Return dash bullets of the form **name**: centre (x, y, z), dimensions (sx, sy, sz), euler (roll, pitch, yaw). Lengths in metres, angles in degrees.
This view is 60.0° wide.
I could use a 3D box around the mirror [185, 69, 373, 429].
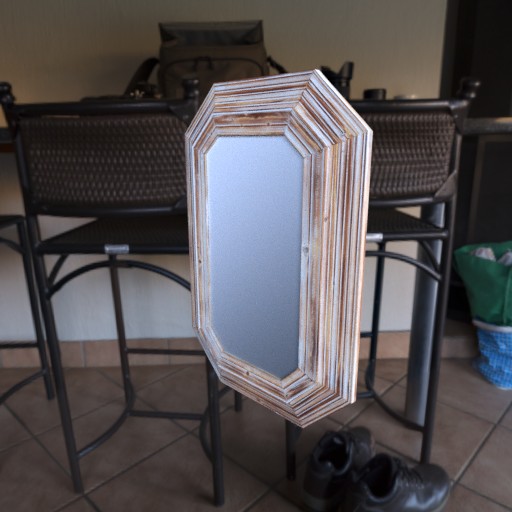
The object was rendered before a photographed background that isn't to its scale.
- **mirror**: centre (0.000, 0.000, 1.340), dimensions (0.061, 1.015, 0.709), euler (-14, 20, -43)
